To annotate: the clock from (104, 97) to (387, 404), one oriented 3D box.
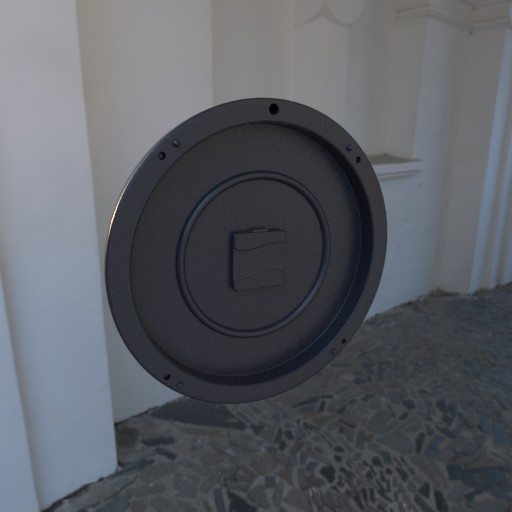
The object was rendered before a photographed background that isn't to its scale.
[{"bbox_3d":[0.000,0.000,0.449,0.300,0.300,0.060,-7,17,-25],"label":"clock"}]
